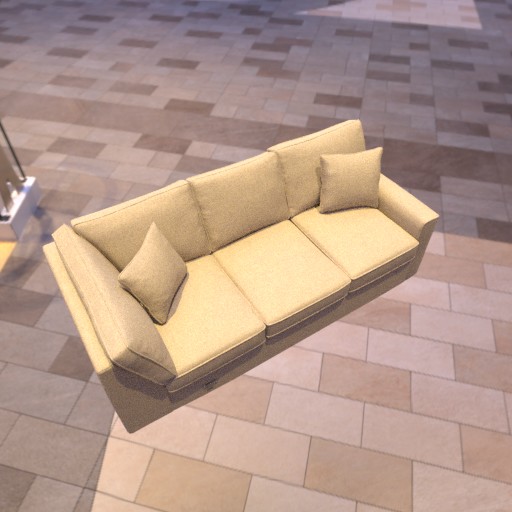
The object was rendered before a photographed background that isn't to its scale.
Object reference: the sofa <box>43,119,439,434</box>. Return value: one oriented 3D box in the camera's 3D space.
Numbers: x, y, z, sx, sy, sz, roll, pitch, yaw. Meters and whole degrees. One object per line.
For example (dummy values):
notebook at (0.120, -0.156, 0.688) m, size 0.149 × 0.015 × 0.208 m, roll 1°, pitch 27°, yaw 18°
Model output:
sofa at (0.000, 0.000, 2.907) m, size 2.317 × 0.962 × 1.061 m, roll -25°, pitch 51°, yaw -22°
